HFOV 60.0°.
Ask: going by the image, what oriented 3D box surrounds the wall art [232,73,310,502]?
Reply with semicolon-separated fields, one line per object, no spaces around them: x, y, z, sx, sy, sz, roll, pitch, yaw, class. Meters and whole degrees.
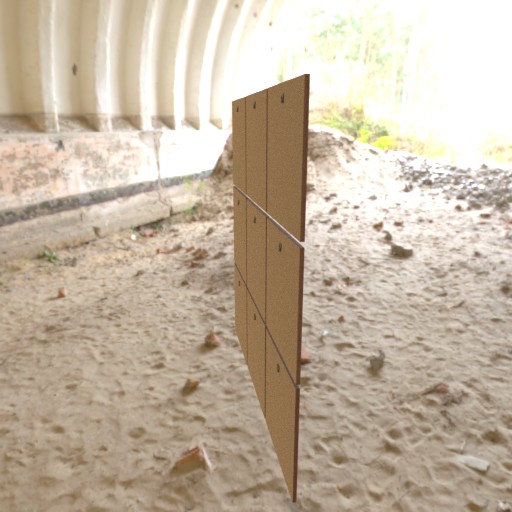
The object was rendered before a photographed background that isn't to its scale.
0.000;0.000;1.756;0.019;1.218;1.221;-3;17;-10;wall art
